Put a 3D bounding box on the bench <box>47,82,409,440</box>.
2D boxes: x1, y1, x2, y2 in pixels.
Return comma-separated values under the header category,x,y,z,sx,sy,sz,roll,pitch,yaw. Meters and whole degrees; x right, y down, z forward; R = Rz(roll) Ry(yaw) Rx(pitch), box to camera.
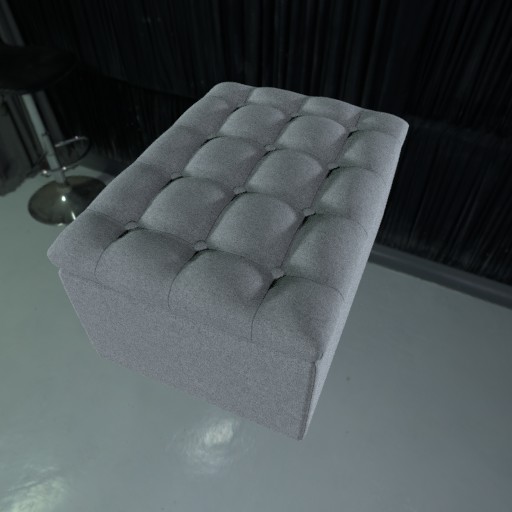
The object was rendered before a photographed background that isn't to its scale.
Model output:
category,x,y,z,sx,sy,sz,roll,pitch,yaw
bench,0.000,0.000,0.892,0.417,0.469,0.572,18,49,16
